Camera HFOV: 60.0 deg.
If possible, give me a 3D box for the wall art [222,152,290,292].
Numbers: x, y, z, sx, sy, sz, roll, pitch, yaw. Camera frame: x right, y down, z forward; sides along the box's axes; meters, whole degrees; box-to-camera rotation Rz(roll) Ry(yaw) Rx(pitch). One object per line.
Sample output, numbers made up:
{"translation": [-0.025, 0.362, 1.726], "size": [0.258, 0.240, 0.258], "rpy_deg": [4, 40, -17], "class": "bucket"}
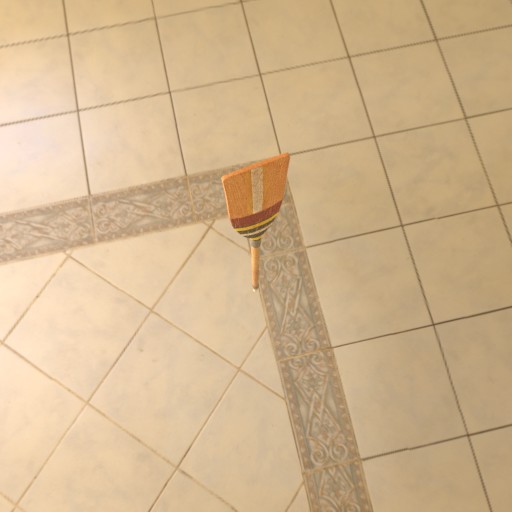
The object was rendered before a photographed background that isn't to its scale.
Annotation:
{"translation": [0.000, 0.000, 1.639], "size": [0.146, 1.556, 0.038], "rpy_deg": [-22, 78, -5], "class": "wall art"}
